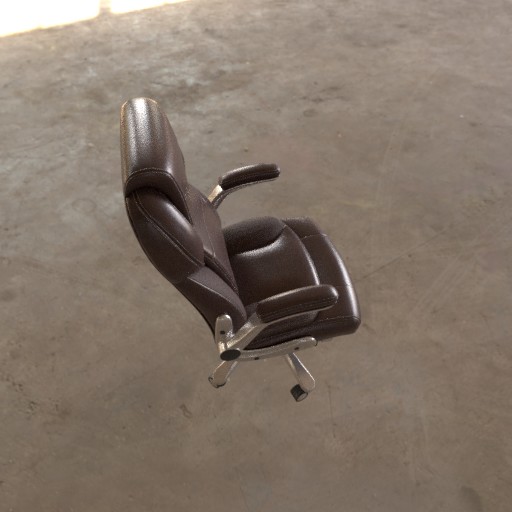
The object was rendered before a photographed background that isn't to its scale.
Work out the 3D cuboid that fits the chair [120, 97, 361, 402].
[{"bbox_3d":[0.000,0.000,1.651,0.774,1.160,0.733,-10,47,-9],"label":"chair"}]
